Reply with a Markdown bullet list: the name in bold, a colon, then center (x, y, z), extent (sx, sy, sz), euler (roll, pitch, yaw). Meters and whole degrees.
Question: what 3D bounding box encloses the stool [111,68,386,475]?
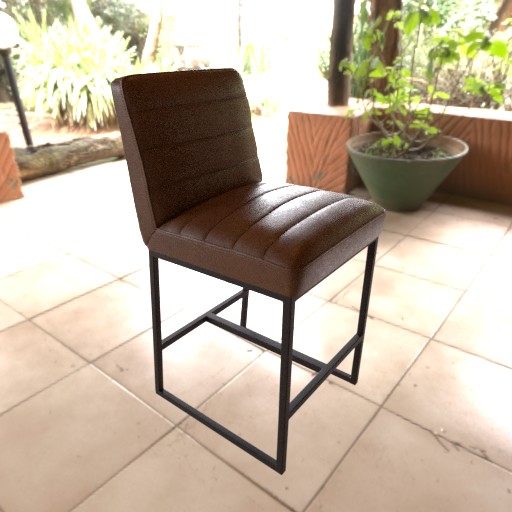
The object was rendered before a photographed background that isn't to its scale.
- **stool**: center (0.000, 0.000, 1.231), extent (0.556, 0.940, 0.458), euler (19, 31, 33)
